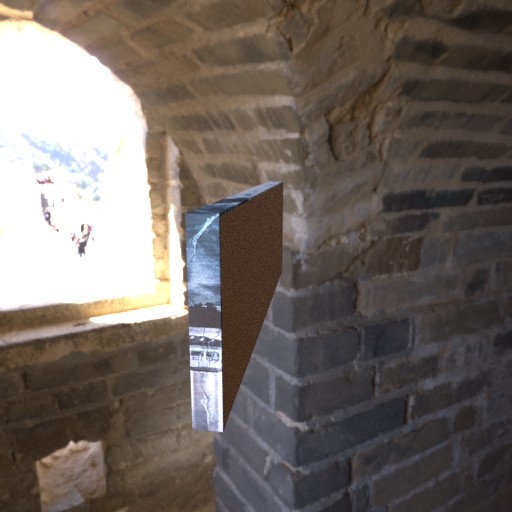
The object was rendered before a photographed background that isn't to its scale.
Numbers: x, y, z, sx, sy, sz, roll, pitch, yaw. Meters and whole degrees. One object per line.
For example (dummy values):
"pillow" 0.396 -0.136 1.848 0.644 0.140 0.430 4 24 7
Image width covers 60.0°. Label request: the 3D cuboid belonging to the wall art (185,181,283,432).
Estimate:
"wall art" 0.000 0.000 0.850 0.037 0.251 0.759 2 12 8
